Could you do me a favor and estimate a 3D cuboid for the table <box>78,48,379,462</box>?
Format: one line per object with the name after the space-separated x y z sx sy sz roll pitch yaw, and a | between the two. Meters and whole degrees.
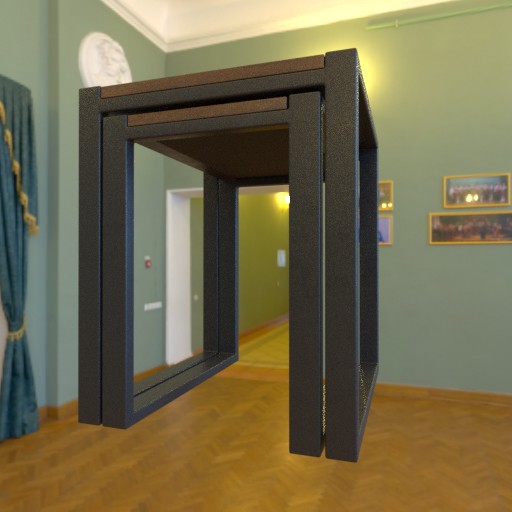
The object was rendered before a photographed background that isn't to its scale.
0.000 0.000 0.892 0.449 0.550 0.500 0 0 19 | table
